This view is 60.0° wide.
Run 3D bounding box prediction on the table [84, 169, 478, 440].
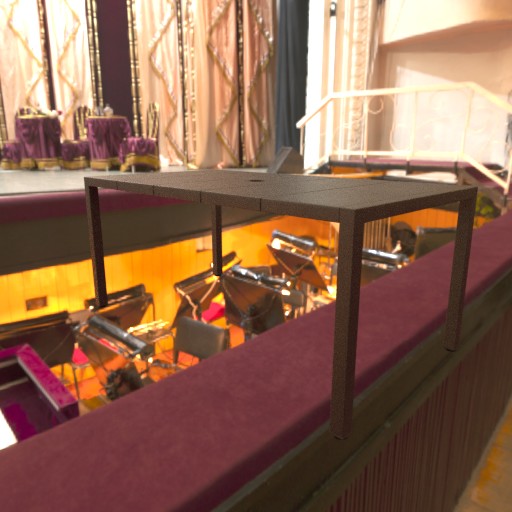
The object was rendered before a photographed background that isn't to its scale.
[{"bbox_3d":[0.000,0.000,2.179,0.914,0.735,1.680,-14,20,-43],"label":"table"}]
